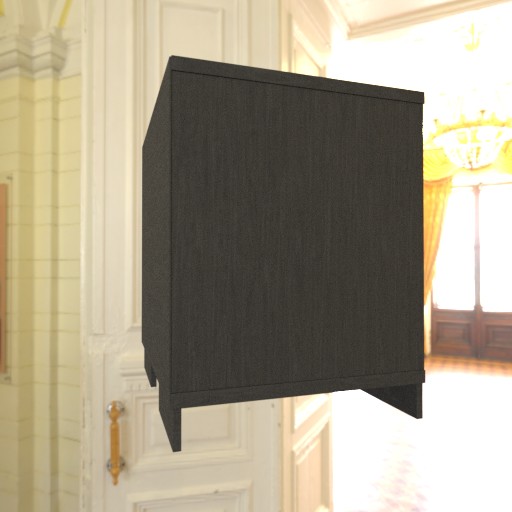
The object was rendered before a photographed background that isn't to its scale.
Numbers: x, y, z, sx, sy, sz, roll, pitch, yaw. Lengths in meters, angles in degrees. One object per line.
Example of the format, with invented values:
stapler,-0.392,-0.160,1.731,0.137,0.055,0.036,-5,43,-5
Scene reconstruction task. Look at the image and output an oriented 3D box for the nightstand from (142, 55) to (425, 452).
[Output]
nightstand,0.000,0.000,0.753,0.347,0.448,0.427,0,-1,-18
